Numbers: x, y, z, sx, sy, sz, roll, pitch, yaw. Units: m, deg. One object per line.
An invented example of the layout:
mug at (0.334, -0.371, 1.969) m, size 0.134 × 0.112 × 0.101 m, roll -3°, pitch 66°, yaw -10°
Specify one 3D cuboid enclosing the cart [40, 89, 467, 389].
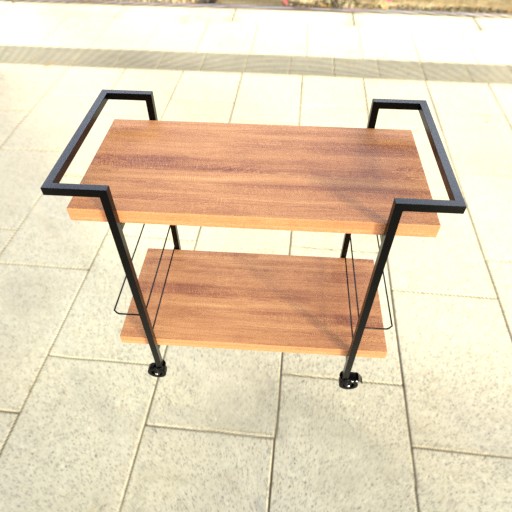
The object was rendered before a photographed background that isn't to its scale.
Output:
cart at (0.000, 0.000, 1.251) m, size 0.806 × 0.762 × 0.406 m, roll 3°, pitch 48°, yaw 3°
